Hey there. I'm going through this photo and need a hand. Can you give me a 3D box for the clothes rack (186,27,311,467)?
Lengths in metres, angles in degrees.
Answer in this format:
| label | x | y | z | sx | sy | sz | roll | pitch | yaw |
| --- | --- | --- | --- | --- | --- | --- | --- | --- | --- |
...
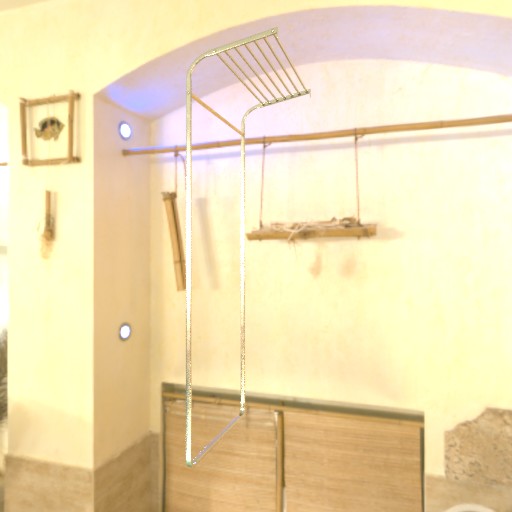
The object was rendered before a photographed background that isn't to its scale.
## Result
| label | x | y | z | sx | sy | sz | roll | pitch | yaw |
| --- | --- | --- | --- | --- | --- | --- | --- | --- | --- |
| clothes rack | 0.000 | 0.000 | 1.862 | 0.349 | 1.574 | 0.609 | 0 | 0 | 18 |
